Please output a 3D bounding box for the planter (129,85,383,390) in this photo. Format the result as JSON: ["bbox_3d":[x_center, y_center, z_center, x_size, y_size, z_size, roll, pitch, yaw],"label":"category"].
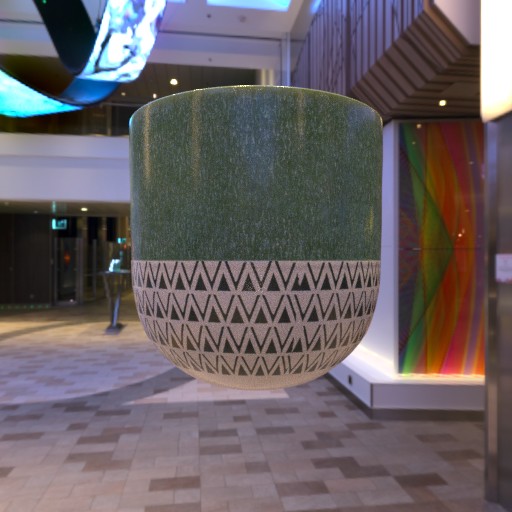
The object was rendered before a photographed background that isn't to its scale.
[{"bbox_3d":[0.000,0.000,0.482,0.266,0.270,0.266,0,0,0],"label":"planter"}]
